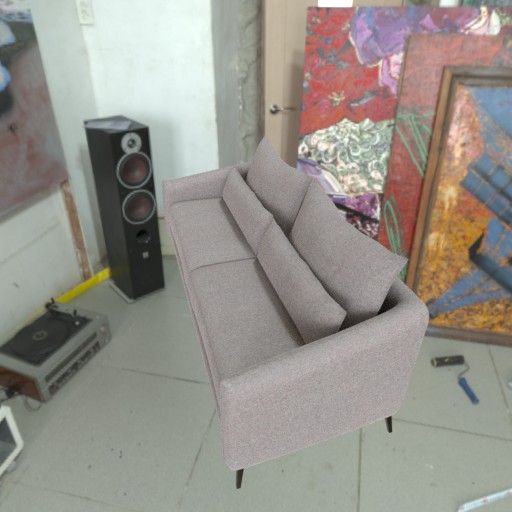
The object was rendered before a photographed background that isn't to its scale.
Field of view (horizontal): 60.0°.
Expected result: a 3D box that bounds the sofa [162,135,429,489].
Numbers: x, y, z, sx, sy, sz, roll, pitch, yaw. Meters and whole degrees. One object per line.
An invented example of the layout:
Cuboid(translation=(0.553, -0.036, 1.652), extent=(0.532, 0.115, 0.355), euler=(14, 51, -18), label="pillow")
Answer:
Cuboid(translation=(0.000, 0.000, 2.395), extent=(0.809, 0.833, 2.022), euler=(-8, 31, -14), label="sofa")
